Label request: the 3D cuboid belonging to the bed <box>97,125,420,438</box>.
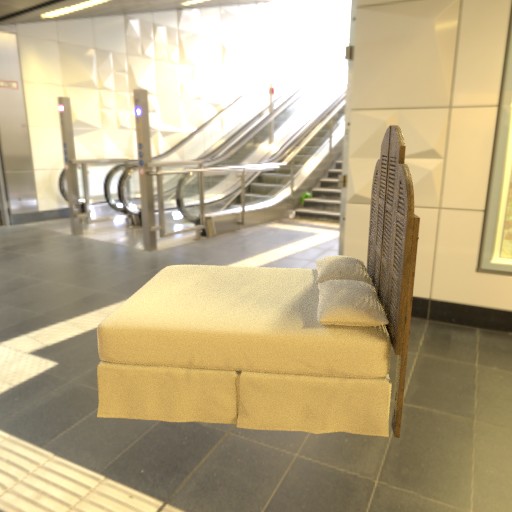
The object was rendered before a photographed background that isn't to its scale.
[{"bbox_3d":[0.000,0.000,3.579,2.138,2.019,1.713,2,15,7],"label":"bed"}]
